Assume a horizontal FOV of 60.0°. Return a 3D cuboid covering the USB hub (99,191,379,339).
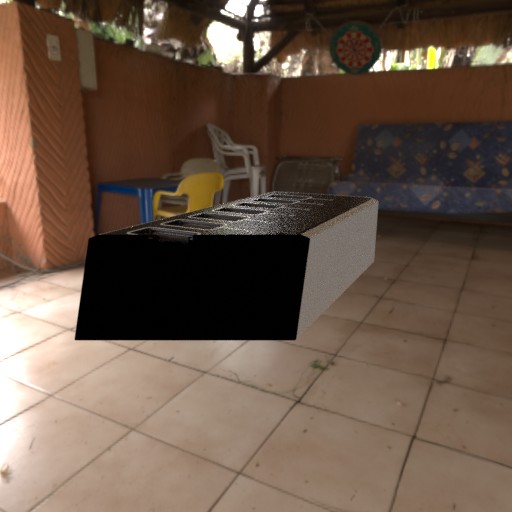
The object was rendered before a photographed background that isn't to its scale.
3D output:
[{"bbox_3d":[0.000,0.000,0.126,0.044,0.023,0.110,8,17,27],"label":"USB hub"}]
